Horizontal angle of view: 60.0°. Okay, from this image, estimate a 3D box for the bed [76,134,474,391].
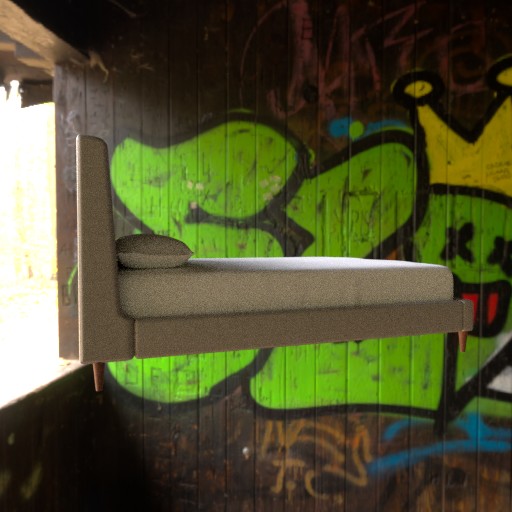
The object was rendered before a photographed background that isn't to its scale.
[{"bbox_3d":[0.000,0.000,3.082,2.232,1.147,1.656,-1,2,-19],"label":"bed"}]
